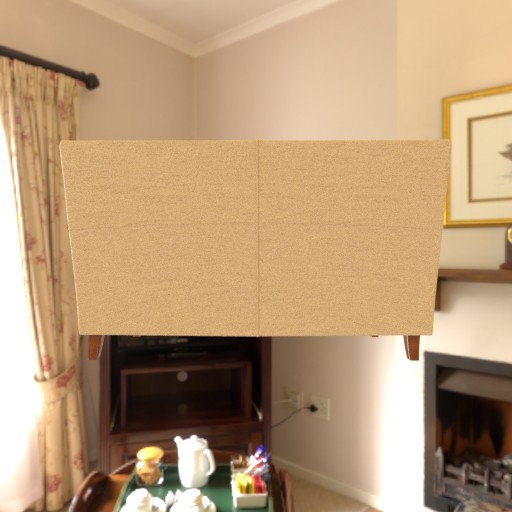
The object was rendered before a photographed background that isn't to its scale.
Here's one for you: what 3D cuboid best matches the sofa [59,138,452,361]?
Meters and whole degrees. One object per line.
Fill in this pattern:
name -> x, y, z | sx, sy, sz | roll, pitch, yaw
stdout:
sofa -> 0.000, 0.000, 2.102 | 1.482, 0.892, 0.891 | 0, 0, 1
